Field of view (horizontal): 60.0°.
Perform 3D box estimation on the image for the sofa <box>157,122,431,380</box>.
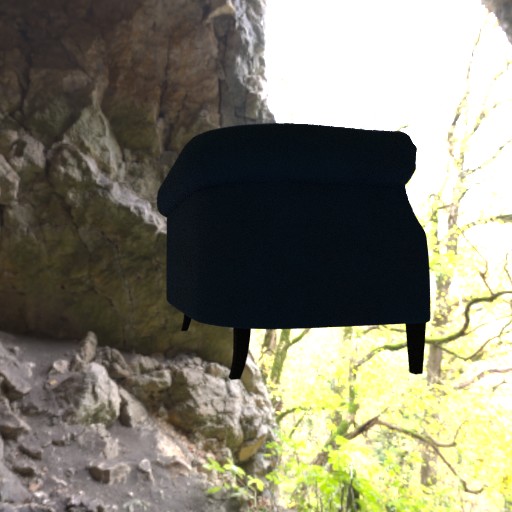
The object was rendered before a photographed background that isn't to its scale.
[{"bbox_3d":[0.000,0.000,2.062,0.835,0.827,1.558,0,-1,-18],"label":"sofa"}]
